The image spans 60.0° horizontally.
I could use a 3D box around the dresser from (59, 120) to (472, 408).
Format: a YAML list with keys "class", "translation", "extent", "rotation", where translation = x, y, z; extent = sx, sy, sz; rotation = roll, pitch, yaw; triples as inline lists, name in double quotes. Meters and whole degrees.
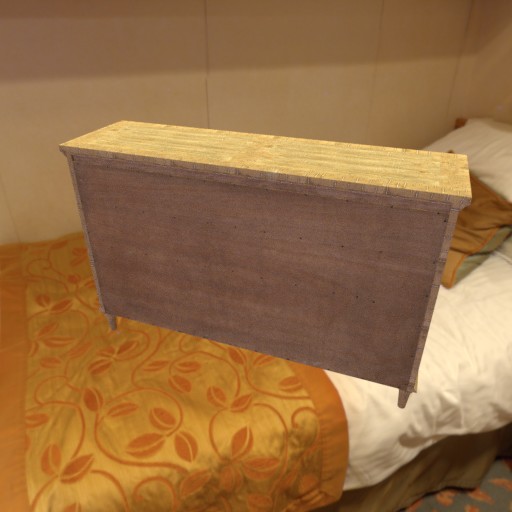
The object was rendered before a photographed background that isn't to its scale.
- class: "dresser"
  translation: [0.000, 0.000, 2.086]
  extent: [1.626, 1.016, 0.457]
  rotation: [11, 32, 17]
